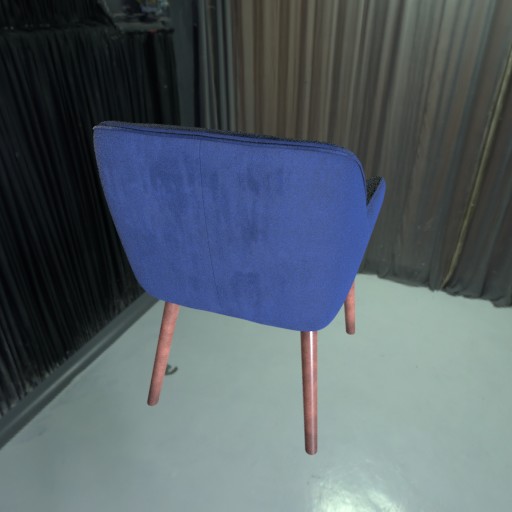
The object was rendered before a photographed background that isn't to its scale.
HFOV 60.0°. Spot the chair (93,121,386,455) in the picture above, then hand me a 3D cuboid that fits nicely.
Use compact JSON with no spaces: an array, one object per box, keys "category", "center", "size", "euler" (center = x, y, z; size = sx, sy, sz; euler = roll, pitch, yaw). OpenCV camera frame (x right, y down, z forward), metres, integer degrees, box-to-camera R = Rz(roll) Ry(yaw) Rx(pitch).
[{"category":"chair","center":[0.000,0.000,1.210],"size":[0.600,0.820,0.600],"euler":[10,32,17]}]
